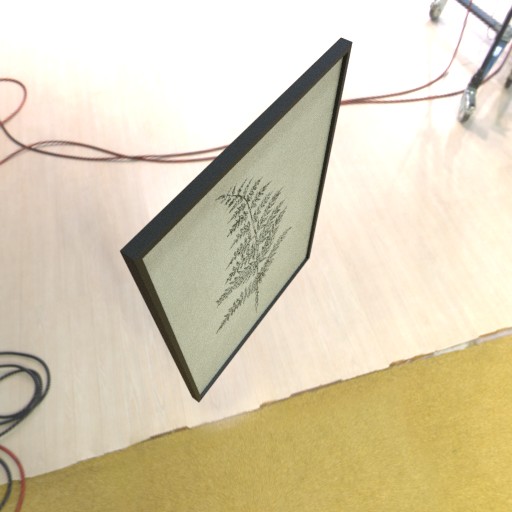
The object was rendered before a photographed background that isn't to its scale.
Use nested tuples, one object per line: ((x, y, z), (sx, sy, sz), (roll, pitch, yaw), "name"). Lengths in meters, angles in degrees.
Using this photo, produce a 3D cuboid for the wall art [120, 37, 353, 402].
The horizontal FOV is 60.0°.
((0.000, 0.000, 1.426), (0.036, 1.070, 0.802), (31, 64, 18), "wall art")
